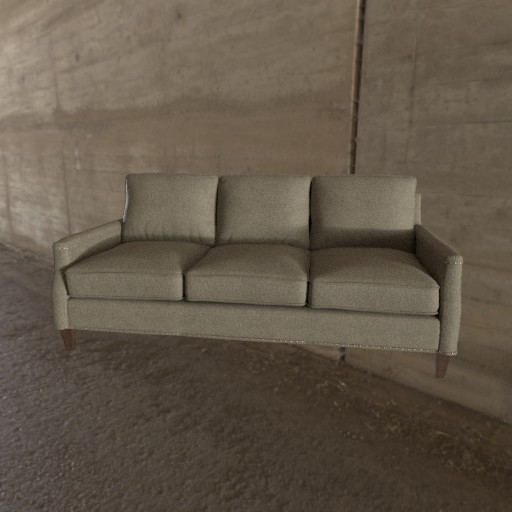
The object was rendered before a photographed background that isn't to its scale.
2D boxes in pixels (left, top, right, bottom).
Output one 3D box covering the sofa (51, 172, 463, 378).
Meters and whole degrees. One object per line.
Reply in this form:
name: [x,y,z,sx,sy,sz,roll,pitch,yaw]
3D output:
sofa: [0.000,0.000,2.836,2.246,1.003,1.084,2,14,9]
